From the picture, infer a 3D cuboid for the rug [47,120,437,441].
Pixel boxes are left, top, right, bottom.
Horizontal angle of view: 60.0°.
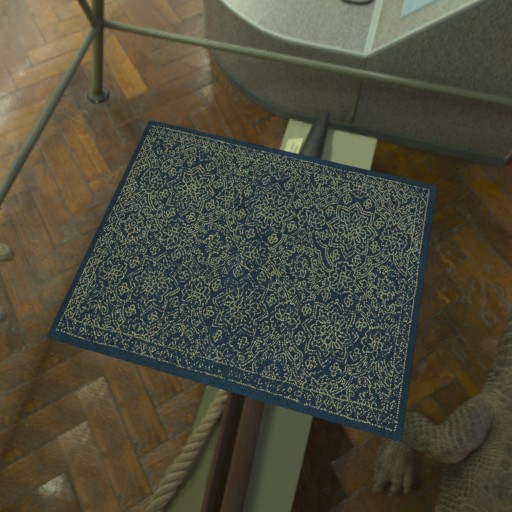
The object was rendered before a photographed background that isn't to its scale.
[{"bbox_3d":[0.000,0.000,4.094,3.048,0.010,2.438,14,67,6],"label":"rug"}]
